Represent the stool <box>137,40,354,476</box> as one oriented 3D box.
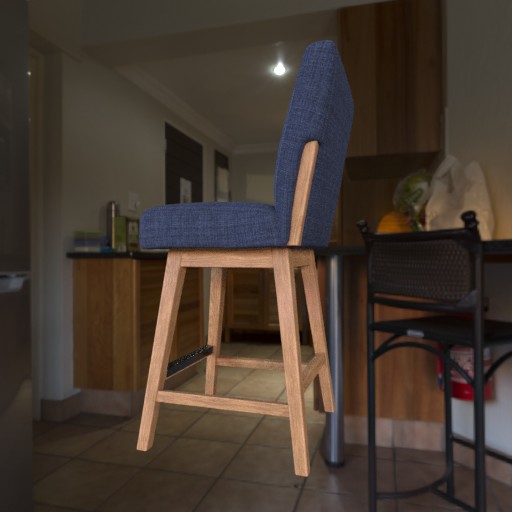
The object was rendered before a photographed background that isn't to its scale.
[{"bbox_3d":[0.000,0.000,1.291,0.526,1.010,0.459,0,1,18],"label":"stool"}]
